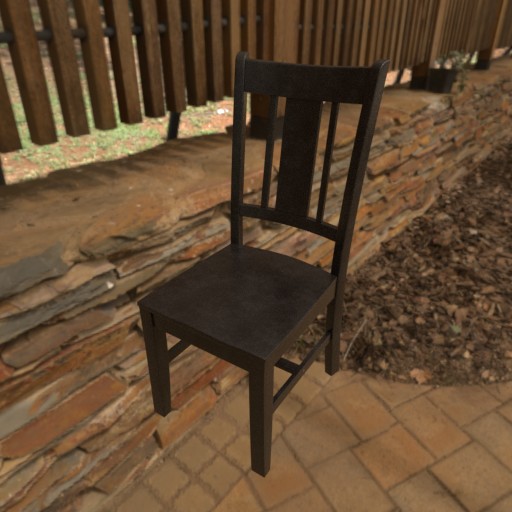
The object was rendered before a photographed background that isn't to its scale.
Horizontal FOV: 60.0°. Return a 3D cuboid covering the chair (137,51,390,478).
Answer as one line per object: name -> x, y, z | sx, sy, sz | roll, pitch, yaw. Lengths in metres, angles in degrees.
chair -> 0.000, 0.000, 1.247 | 0.450, 0.998, 0.555 | 18, 34, 29
